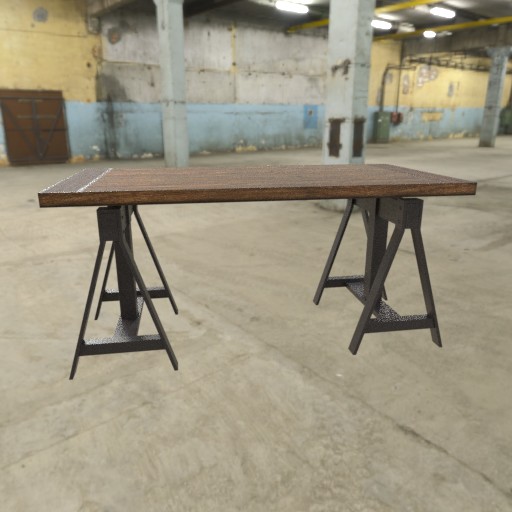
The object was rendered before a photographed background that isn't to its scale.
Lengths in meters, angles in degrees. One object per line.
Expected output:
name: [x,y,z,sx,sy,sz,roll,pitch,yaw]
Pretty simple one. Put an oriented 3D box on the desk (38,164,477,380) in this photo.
desk: [0.000,0.000,1.989,1.543,0.725,0.784,-3,17,-9]
